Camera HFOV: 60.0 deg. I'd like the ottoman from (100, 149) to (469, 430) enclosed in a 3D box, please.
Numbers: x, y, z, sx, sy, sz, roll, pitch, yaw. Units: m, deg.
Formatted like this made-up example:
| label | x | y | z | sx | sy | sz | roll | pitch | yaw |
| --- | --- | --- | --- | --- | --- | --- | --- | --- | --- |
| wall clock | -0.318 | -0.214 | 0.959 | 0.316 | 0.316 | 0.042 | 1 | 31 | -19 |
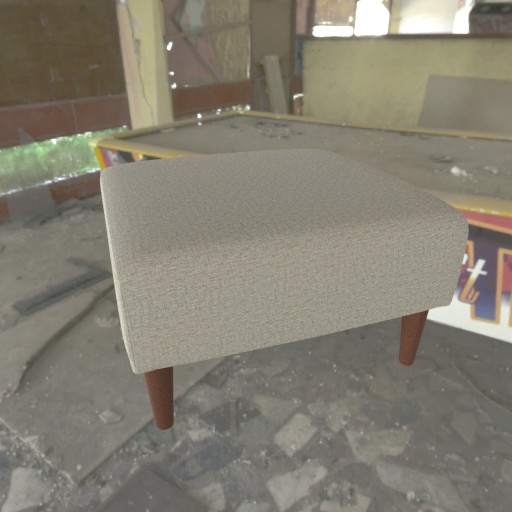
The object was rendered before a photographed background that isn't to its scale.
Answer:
| label | x | y | z | sx | sy | sz | roll | pitch | yaw |
| --- | --- | --- | --- | --- | --- | --- | --- | --- | --- |
| ottoman | 0.000 | 0.000 | 1.063 | 0.655 | 0.399 | 0.648 | -9 | 27 | -18 |
